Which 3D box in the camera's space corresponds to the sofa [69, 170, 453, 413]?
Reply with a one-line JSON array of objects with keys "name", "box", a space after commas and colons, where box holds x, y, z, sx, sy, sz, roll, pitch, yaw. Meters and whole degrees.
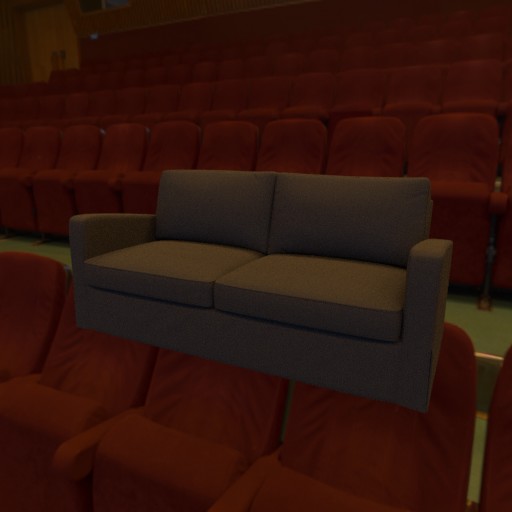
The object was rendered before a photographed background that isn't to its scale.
[{"name": "sofa", "box": [0.000, 0.000, 2.328, 1.852, 0.839, 0.898, 7, 16, 25]}]
